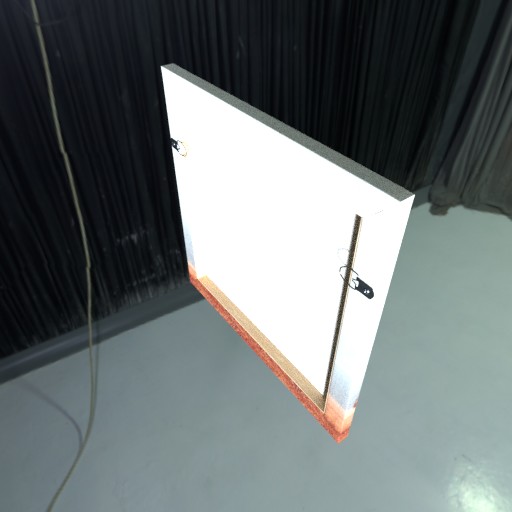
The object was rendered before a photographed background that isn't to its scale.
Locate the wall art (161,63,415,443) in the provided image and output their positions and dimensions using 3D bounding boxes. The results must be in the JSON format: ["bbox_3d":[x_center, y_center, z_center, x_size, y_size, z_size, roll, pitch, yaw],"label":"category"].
[{"bbox_3d":[0.000,0.000,1.148,0.042,0.760,0.760,-26,47,-27],"label":"wall art"}]
